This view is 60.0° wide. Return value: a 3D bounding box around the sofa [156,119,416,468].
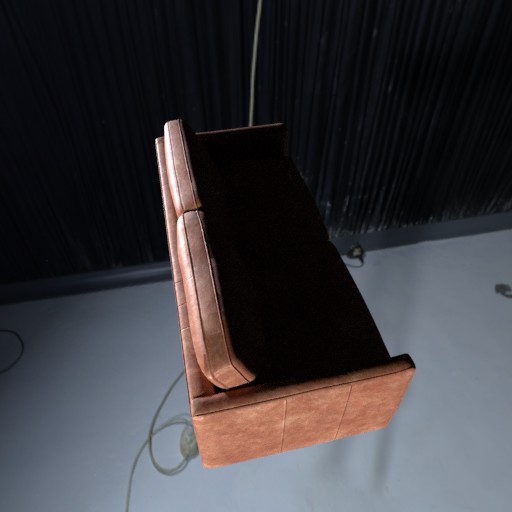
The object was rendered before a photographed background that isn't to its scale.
[{"bbox_3d":[0.000,0.000,2.494,0.923,0.863,1.971,-9,46,-9],"label":"sofa"}]
